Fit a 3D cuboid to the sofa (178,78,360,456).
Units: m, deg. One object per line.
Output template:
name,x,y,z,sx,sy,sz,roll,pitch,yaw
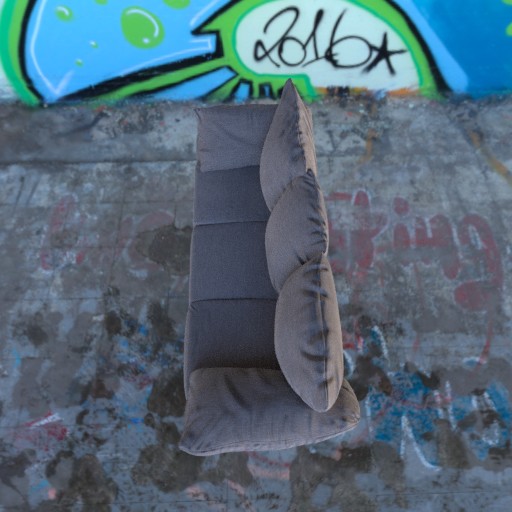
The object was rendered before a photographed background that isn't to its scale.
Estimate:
sofa,0.000,0.000,2.870,0.927,1.043,2.390,-2,59,-1
